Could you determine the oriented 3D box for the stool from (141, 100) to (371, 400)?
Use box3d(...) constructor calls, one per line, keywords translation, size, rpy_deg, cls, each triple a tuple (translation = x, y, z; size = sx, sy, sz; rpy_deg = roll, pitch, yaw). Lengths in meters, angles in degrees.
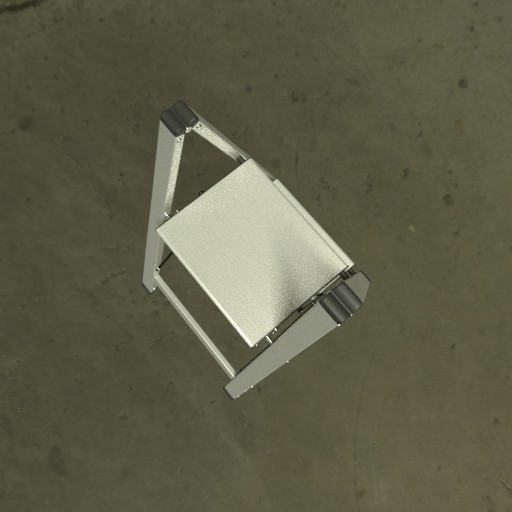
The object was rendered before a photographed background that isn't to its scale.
box3d(translation=(0.000, 0.000, 1.000), size=(0.535, 0.670, 0.440), rpy_deg=(-39, 79, -9), cls="stool")
